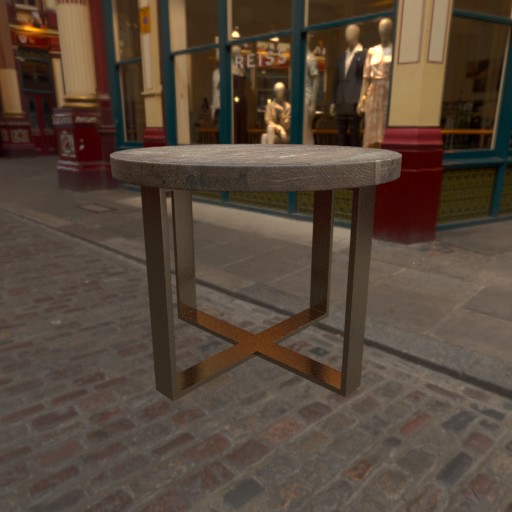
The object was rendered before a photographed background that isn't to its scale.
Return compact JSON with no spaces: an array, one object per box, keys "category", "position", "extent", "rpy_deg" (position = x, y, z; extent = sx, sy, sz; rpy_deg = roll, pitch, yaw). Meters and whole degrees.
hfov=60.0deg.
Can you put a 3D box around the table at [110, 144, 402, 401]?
[{"category":"table","position":[0.000,0.000,0.951],"extent":[0.557,0.437,0.557],"rpy_deg":[0,17,0]}]
